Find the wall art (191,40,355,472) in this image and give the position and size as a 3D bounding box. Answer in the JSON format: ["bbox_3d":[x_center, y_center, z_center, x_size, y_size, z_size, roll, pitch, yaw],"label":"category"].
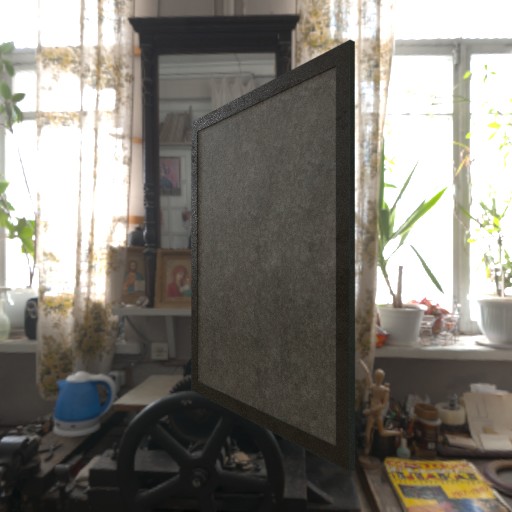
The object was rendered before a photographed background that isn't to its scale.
[{"bbox_3d":[0.000,0.000,1.325,0.030,0.983,0.767,0,0,-36],"label":"wall art"}]
